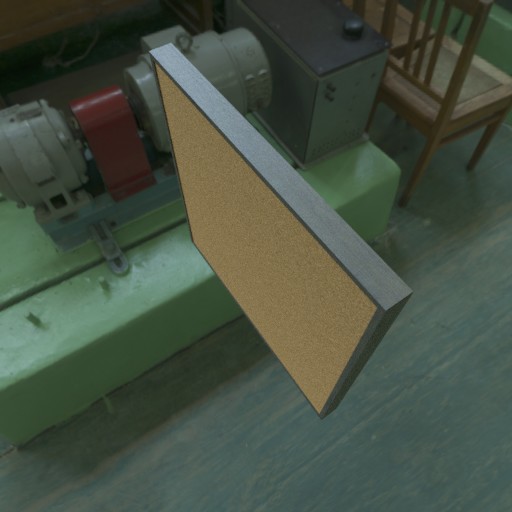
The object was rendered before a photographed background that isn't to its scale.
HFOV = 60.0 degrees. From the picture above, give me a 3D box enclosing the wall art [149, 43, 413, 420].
[{"bbox_3d":[0.000,0.000,0.765,0.037,0.507,0.507,-30,63,-17],"label":"wall art"}]
